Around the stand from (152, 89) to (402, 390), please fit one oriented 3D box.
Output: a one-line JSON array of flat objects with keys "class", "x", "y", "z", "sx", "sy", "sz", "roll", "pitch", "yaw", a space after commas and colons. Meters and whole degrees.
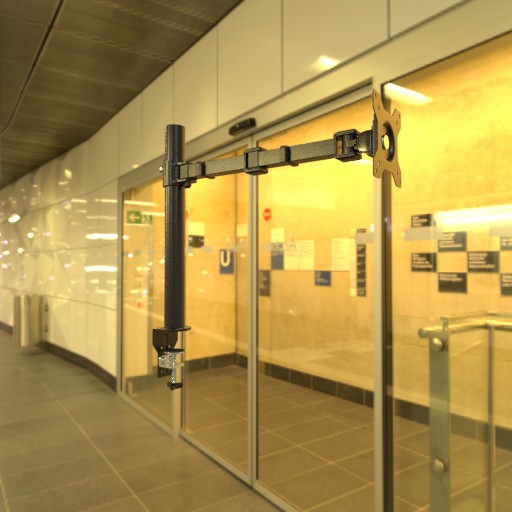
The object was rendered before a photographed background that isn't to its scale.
[{"class": "stand", "x": 0.000, "y": 0.000, "z": 0.750, "sx": 0.456, "sy": 0.510, "sz": 0.115, "roll": -1, "pitch": -2, "yaw": 36}]
